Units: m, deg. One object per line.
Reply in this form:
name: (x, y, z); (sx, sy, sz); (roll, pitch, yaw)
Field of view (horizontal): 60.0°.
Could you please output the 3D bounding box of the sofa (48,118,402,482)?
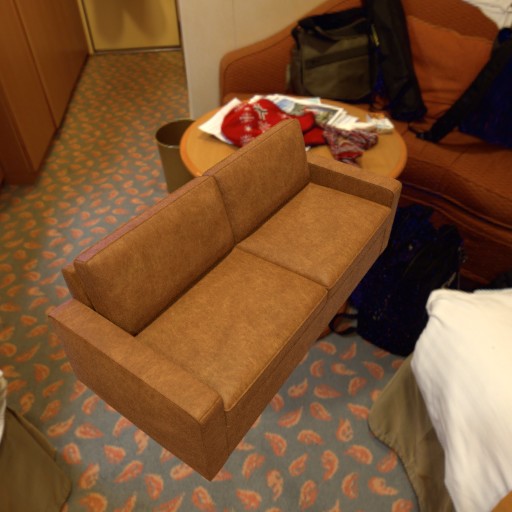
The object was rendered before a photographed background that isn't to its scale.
sofa: (0.000, 0.000, 2.639); (0.991, 0.928, 2.156); (25, 47, 25)
